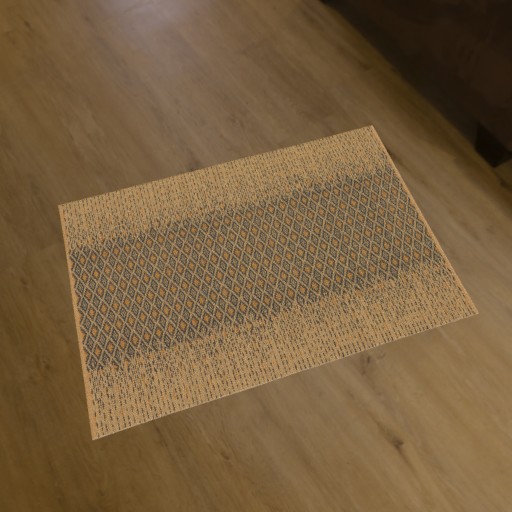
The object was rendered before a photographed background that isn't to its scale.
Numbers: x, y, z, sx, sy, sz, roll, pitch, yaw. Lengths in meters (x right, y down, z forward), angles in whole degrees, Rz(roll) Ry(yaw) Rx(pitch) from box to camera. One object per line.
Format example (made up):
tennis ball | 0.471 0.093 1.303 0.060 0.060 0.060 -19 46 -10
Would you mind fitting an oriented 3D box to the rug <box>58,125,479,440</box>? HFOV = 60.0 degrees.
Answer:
rug | 0.000 0.000 2.234 1.828 0.005 1.219 -16 65 -8
